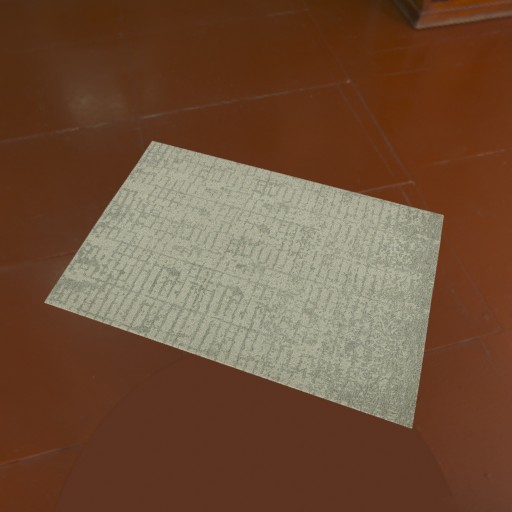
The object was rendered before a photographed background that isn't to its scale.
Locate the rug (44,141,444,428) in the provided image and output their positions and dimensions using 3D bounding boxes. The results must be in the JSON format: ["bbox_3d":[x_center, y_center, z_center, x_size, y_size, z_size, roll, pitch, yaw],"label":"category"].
[{"bbox_3d":[0.000,0.000,2.356,1.827,0.007,1.211,16,59,10],"label":"rug"}]
